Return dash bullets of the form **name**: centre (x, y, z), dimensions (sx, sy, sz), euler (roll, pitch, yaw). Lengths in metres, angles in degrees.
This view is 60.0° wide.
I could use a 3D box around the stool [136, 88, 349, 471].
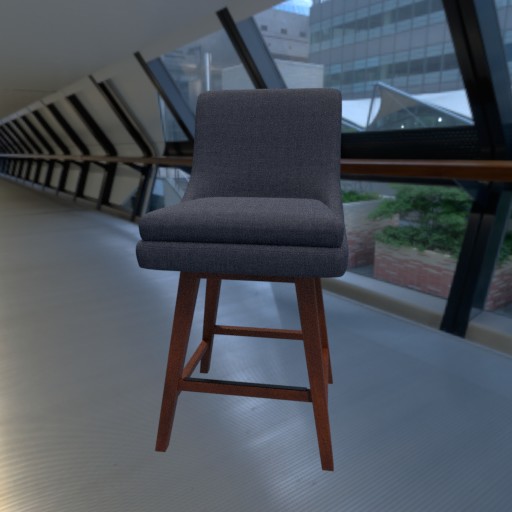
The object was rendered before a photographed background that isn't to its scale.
- **stool**: centre (0.000, 0.000, 1.186), dimensions (0.467, 0.895, 0.524), euler (2, 14, 9)
